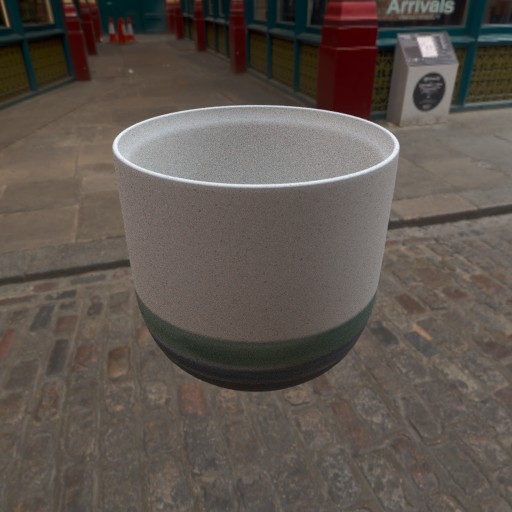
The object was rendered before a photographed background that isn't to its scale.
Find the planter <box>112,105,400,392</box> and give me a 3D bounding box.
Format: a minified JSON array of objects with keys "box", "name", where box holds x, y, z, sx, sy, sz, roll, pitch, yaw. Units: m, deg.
[{"box":[0.000,0.000,0.493,0.268,0.270,0.268,0,30,0],"name":"planter"}]
